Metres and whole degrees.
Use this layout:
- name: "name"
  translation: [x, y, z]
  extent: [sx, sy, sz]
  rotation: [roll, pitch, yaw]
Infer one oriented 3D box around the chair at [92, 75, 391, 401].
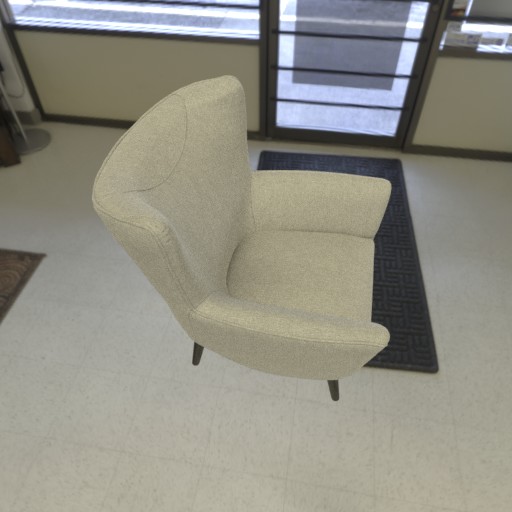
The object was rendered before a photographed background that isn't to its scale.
- name: "chair"
  translation: [0.000, 0.000, 1.576]
  extent: [0.888, 0.933, 0.781]
  rotation: [9, 48, 8]
